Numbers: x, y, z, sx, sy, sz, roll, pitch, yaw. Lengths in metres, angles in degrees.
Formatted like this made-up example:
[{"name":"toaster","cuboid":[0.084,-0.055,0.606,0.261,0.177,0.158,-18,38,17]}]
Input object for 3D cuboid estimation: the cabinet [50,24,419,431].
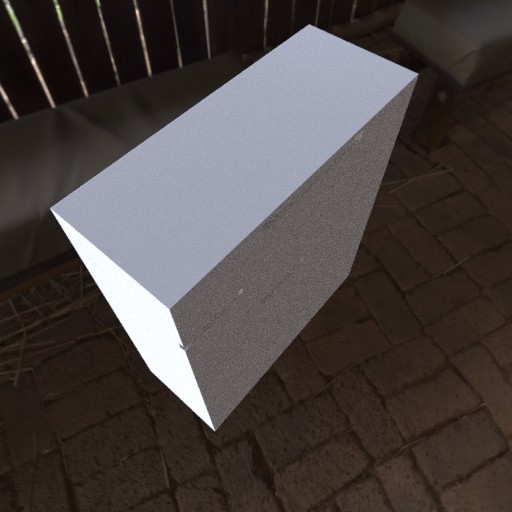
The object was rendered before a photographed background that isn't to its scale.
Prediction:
[{"name":"cabinet","cuboid":[0.000,0.000,1.662,0.400,1.190,1.000,36,64,21]}]
